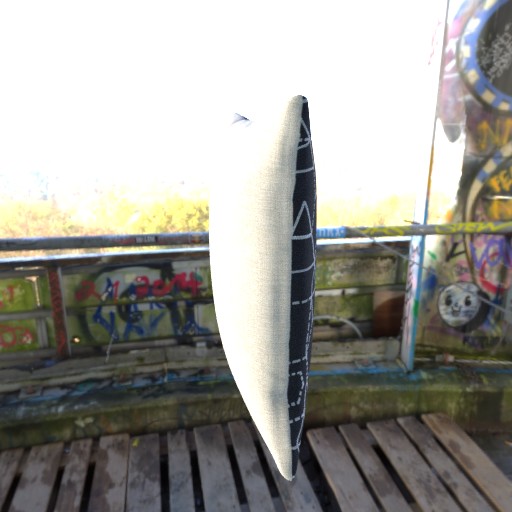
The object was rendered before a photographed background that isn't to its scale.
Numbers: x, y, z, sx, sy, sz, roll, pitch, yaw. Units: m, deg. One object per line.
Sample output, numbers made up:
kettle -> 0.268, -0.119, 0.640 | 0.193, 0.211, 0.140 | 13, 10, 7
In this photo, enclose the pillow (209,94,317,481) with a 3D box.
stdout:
pillow -> 0.000, 0.000, 0.789 | 0.158, 0.508, 0.517 | -3, 16, -10
